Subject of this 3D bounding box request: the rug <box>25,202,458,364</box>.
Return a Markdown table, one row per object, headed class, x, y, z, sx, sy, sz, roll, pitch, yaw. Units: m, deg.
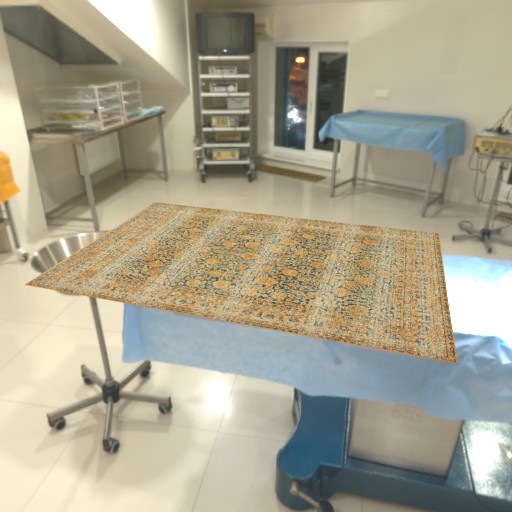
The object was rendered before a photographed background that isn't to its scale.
| class | x | y | z | sx | sy | sz | roll | pitch | yaw |
| --- | --- | --- | --- | --- | --- | --- | --- | --- | --- |
| rug | 0.000 | 0.000 | 2.915 | 2.336 | 0.007 | 1.525 | 8 | 27 | 16 |
